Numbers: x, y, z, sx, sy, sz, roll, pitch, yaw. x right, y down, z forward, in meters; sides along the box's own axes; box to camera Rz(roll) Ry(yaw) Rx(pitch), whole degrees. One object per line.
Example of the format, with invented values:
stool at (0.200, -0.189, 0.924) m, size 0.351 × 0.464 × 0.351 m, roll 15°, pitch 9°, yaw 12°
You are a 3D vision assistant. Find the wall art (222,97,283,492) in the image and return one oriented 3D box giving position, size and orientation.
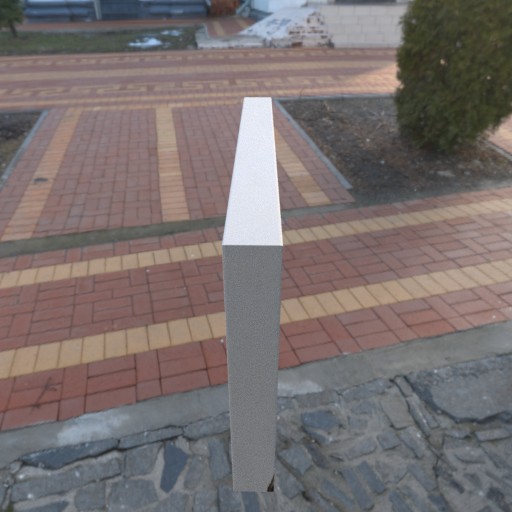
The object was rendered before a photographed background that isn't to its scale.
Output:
wall art at (0.000, 0.000, 0.489) m, size 0.039 × 0.254 × 0.384 m, roll 1°, pitch 32°, yaw 1°
